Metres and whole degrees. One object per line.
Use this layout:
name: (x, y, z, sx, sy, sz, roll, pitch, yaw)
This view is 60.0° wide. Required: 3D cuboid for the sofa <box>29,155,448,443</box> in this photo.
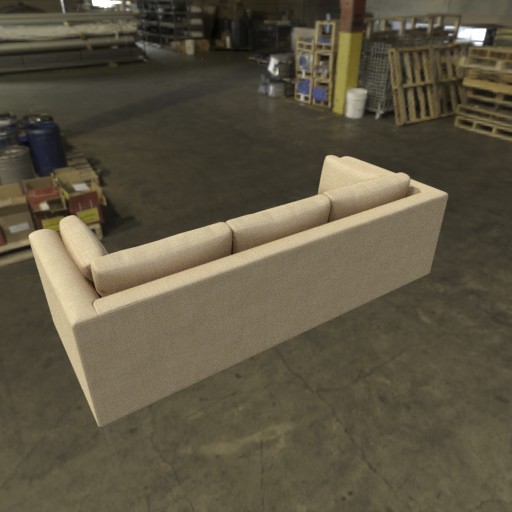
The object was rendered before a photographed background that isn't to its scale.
sofa: (0.000, 0.000, 2.846, 2.415, 0.867, 0.969, -19, 36, -28)
